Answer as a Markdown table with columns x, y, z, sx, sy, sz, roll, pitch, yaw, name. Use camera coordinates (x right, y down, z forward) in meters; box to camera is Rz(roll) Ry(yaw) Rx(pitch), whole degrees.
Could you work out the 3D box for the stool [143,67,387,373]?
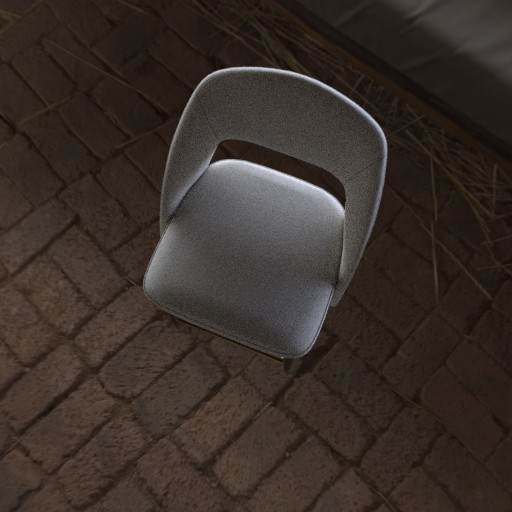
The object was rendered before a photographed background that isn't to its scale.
| x | y | z | sx | sy | sz | roll | pitch | yaw | name |
| --- | --- | --- | --- | --- | --- | --- | --- | --- | --- |
| 0.000 | 0.000 | 1.239 | 0.494 | 0.940 | 0.509 | 21 | 76 | 5 | stool |
